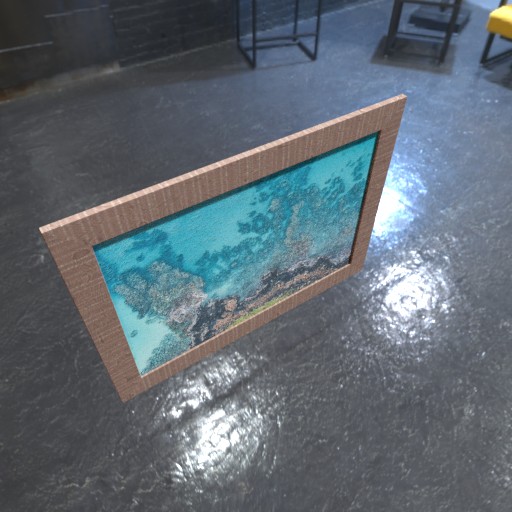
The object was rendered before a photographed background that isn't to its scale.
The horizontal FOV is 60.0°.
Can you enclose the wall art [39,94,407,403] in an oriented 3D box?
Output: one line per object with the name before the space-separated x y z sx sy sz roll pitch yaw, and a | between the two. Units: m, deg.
wall art | 0.000 0.000 1.378 1.056 0.761 0.020 -26 51 -23
